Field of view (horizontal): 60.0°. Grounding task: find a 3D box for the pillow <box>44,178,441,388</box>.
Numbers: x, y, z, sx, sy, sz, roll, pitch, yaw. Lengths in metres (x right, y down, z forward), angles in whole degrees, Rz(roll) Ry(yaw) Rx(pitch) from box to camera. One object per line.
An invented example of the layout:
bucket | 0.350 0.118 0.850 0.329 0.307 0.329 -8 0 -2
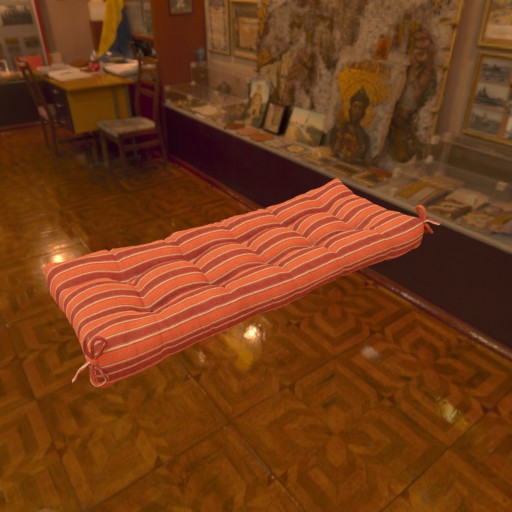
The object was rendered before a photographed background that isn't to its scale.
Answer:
pillow | 0.000 0.000 1.345 1.194 0.174 0.511 -20 37 -29
